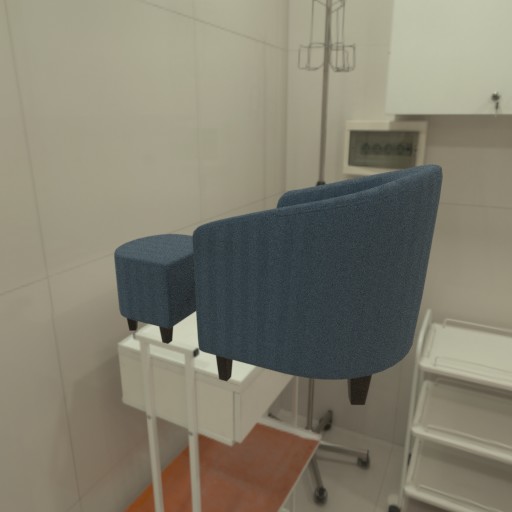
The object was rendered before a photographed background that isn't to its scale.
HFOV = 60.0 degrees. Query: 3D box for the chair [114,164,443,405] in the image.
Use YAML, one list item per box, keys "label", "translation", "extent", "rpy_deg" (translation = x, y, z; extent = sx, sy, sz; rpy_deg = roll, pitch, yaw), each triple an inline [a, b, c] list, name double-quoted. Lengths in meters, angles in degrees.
- label: "chair"
  translation: [0.000, 0.000, 1.746]
  extent: [1.288, 0.757, 0.756]
  rpy_deg: [8, 19, 25]
